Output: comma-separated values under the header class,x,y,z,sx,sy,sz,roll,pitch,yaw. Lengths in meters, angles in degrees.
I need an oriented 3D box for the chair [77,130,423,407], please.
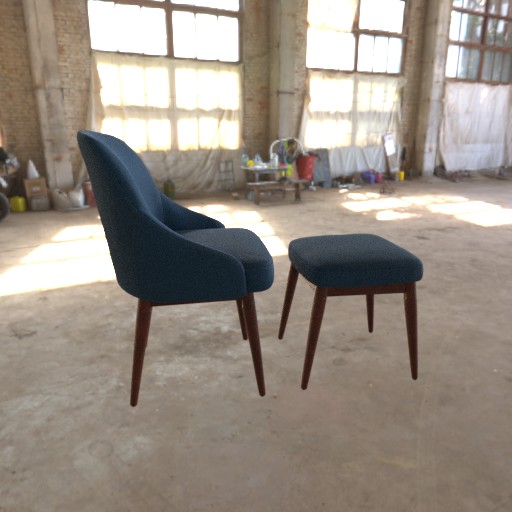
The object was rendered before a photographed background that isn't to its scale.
class,x,y,z,sx,sy,sz,roll,pitch,yaw
chair,0.000,0.000,1.584,1.114,0.866,0.584,-2,16,-9
